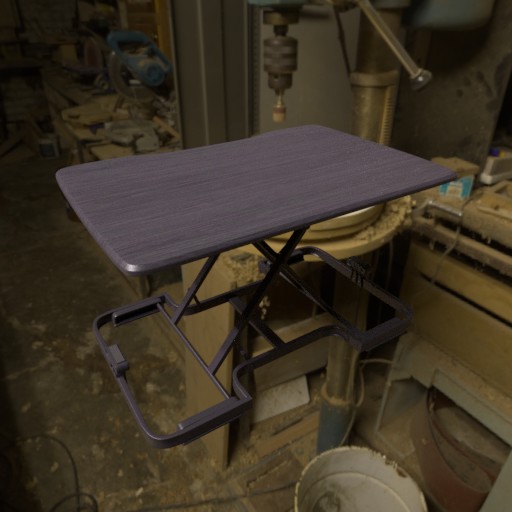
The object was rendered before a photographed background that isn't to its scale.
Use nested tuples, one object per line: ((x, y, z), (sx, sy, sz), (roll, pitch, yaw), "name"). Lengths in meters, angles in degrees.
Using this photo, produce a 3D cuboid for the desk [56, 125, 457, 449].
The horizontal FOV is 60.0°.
((0.000, 0.000, 1.163), (0.820, 0.470, 0.546), (-18, 35, -28), "desk")
